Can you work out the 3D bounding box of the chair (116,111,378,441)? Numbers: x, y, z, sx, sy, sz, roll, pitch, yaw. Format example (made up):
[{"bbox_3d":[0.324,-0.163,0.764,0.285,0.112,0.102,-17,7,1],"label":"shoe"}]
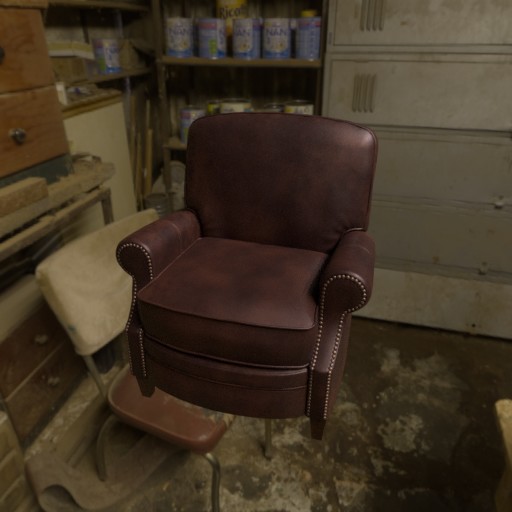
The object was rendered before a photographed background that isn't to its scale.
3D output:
[{"bbox_3d":[0.000,0.000,1.784,0.936,1.018,0.986,8,28,16],"label":"chair"}]
